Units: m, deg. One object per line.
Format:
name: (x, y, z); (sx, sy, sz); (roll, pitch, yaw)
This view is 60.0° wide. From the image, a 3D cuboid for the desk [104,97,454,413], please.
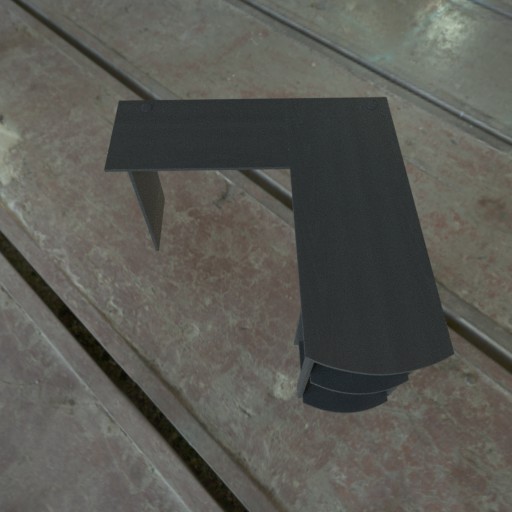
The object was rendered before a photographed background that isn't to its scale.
desk: (0.000, 0.000, 2.101); (1.303, 0.716, 1.361); (-1, 58, -1)
